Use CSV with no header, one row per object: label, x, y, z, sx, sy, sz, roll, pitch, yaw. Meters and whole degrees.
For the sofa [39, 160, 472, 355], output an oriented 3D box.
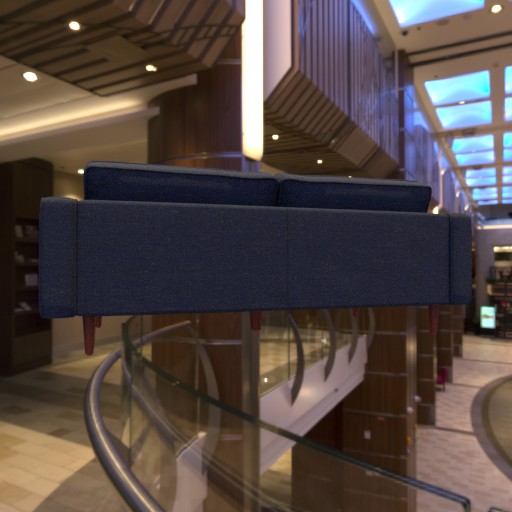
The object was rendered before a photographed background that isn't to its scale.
sofa,0.000,0.000,2.253,1.880,0.762,0.914,0,-1,-17
